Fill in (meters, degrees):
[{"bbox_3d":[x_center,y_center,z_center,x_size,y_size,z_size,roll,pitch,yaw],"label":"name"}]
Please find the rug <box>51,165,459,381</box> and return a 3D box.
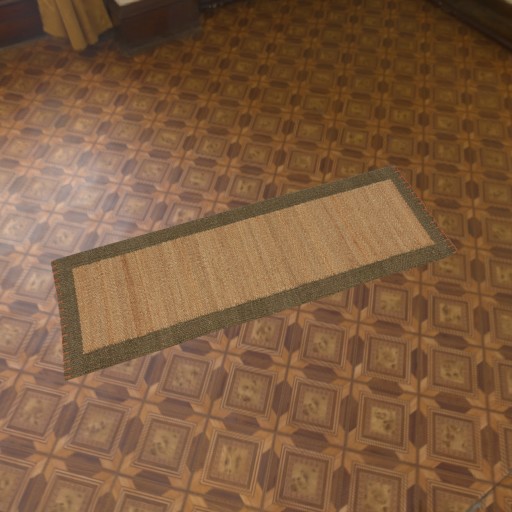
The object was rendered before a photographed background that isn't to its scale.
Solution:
[{"bbox_3d":[0.000,0.000,2.753,2.413,0.016,0.810,-16,58,-11],"label":"rug"}]
